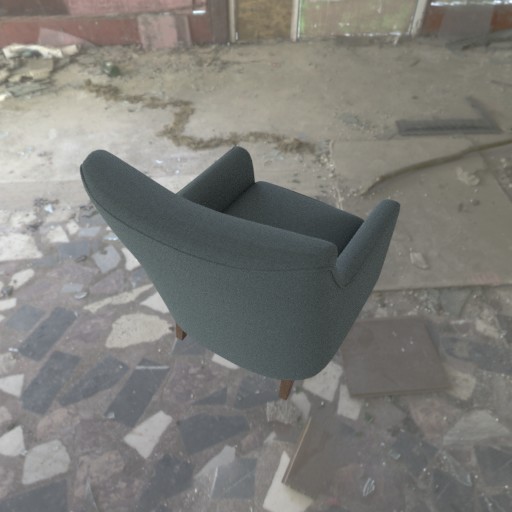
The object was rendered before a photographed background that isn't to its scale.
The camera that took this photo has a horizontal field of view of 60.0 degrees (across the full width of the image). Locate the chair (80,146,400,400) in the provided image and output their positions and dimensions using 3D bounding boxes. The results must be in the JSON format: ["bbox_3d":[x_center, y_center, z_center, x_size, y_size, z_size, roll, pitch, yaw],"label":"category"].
[{"bbox_3d":[0.000,0.000,1.579,0.756,0.916,0.879,24,51,22],"label":"chair"}]
